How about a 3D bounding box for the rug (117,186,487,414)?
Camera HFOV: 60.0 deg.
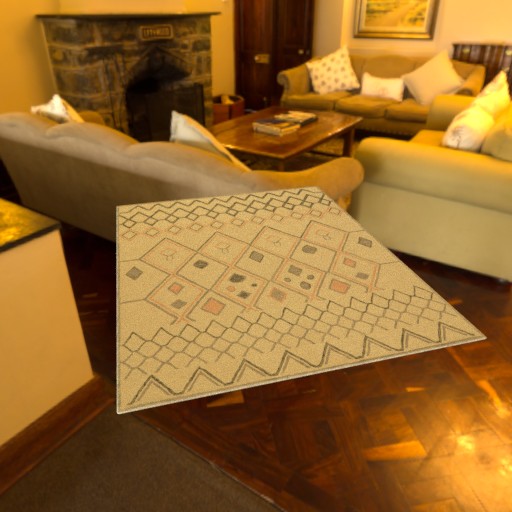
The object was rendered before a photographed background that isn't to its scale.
[{"bbox_3d":[0.000,0.000,4.027,2.441,0.016,3.050,-8,30,-13],"label":"rug"}]
